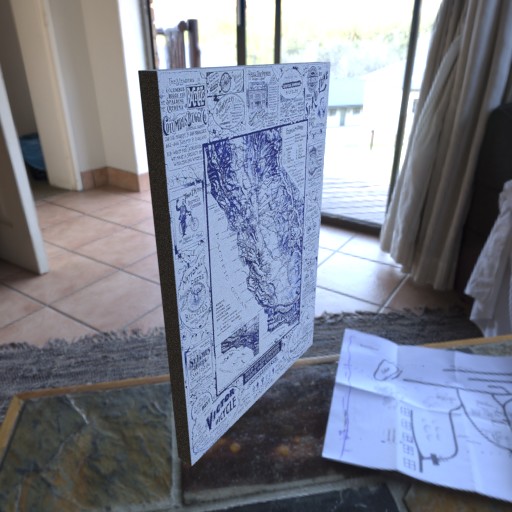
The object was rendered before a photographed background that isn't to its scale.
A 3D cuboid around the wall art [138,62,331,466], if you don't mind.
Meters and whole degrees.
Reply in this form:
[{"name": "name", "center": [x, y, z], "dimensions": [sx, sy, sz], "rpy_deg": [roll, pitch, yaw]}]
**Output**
[{"name": "wall art", "center": [0.000, 0.000, 0.952], "dimensions": [0.039, 0.753, 0.511], "rpy_deg": [17, 30, 32]}]
